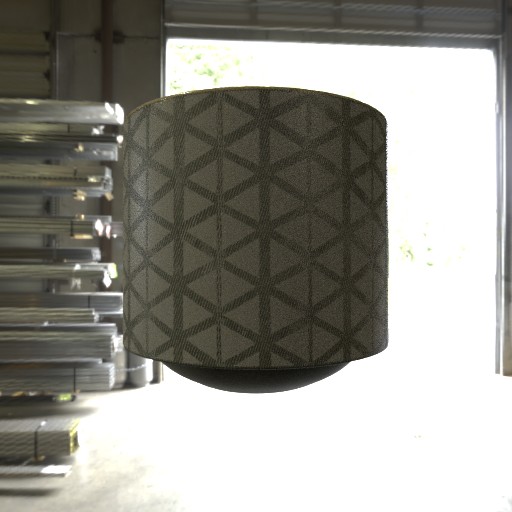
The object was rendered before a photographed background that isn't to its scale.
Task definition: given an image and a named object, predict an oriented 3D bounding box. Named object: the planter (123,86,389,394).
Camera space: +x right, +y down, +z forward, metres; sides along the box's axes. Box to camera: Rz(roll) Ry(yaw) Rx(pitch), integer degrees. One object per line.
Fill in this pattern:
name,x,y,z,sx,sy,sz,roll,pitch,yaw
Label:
planter,0.000,0.000,0.330,0.190,0.181,0.190,0,0,0
